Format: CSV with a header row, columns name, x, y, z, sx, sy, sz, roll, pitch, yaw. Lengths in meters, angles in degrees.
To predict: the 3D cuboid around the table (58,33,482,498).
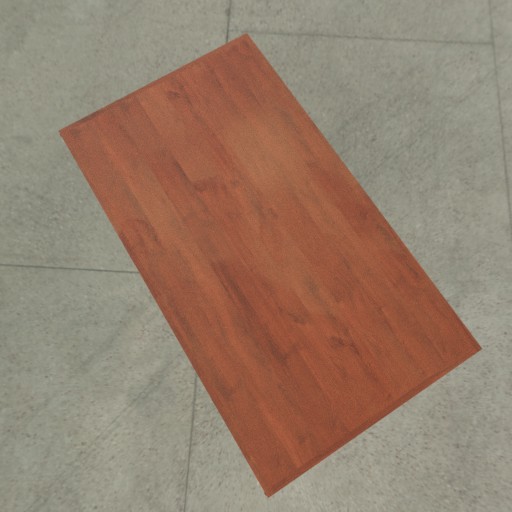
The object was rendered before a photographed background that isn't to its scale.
name,x,y,z,sx,sy,sz,roll,pitch,yaw
table,0.000,0.000,1.353,0.610,0.457,1.067,-31,77,-8
